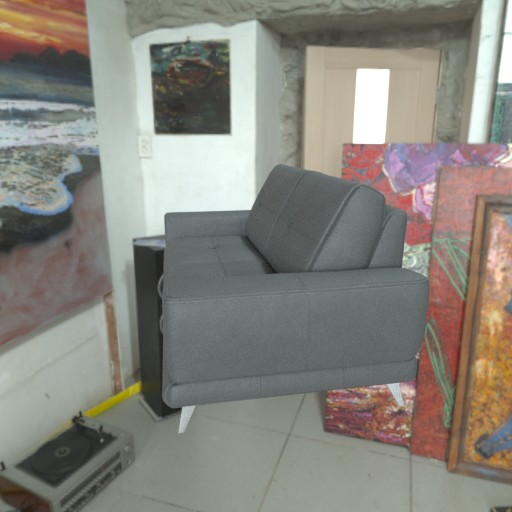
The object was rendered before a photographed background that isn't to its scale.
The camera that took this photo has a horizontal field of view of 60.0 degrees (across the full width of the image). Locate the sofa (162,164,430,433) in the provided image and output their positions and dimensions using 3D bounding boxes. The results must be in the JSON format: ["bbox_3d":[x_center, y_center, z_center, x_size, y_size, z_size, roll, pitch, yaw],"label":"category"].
[{"bbox_3d":[0.000,0.000,2.414,1.018,0.907,1.806,-3,15,-11],"label":"sofa"}]
